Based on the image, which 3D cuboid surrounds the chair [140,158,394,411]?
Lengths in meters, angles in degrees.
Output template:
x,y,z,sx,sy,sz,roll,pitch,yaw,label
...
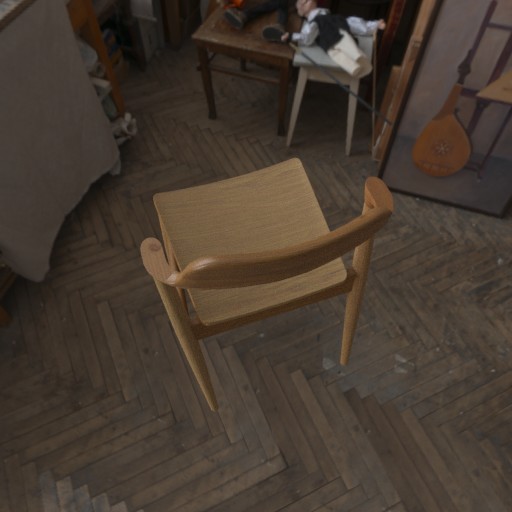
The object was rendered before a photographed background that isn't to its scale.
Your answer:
x,y,z,sx,sy,sz,roll,pitch,yaw,label
0.000,0.000,1.149,0.512,0.792,0.499,-16,60,-10,chair
